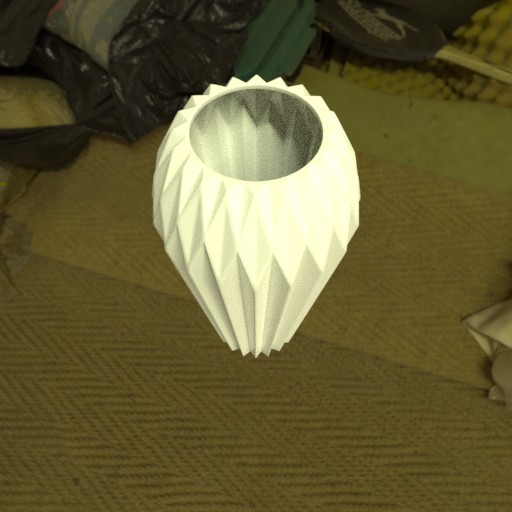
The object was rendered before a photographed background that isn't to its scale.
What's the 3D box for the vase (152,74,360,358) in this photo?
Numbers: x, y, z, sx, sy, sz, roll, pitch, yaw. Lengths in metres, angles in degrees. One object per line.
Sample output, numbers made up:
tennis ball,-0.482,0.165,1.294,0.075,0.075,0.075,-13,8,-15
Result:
vase,0.000,0.000,0.346,0.133,0.263,0.133,0,60,0
